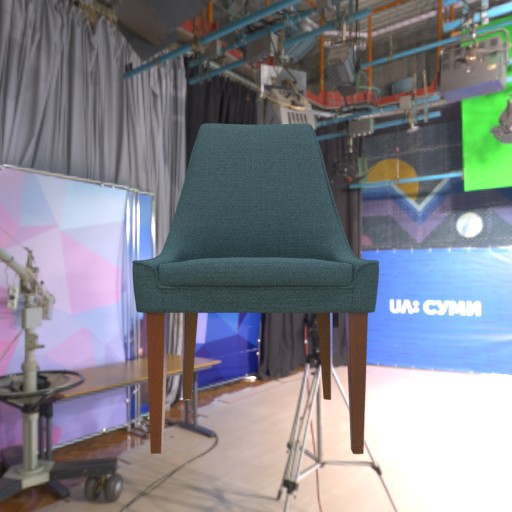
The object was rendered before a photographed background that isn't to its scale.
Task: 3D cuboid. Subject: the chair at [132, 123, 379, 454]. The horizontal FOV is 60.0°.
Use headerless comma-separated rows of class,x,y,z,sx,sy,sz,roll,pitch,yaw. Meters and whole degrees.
chair,0.000,0.000,1.194,0.529,0.861,0.544,0,-1,0
